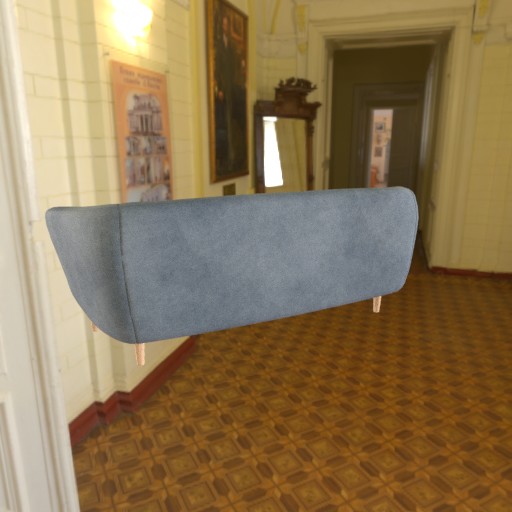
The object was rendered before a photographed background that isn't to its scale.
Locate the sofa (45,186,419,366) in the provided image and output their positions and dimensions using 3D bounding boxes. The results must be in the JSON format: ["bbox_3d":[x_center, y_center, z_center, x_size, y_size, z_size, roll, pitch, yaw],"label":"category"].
[{"bbox_3d":[0.000,0.000,2.527,2.095,0.795,0.849,-7,16,-27],"label":"sofa"}]
